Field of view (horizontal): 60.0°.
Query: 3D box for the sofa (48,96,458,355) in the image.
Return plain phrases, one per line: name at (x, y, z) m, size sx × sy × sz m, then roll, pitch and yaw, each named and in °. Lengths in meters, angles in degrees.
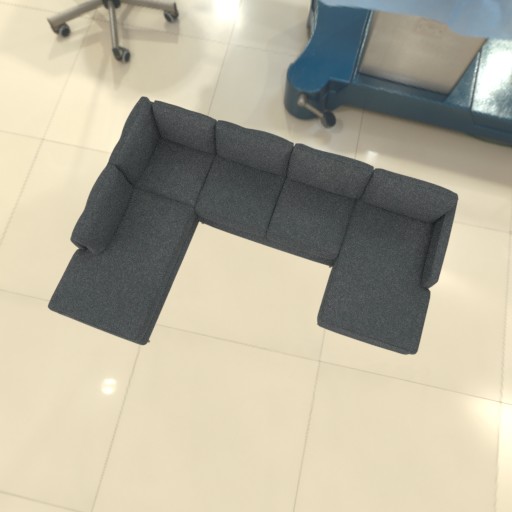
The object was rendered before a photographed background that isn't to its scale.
sofa at (0.000, 0.000, 3.744) m, size 2.956 × 0.813 × 2.007 m, roll 19°, pitch 74°, yaw 6°
